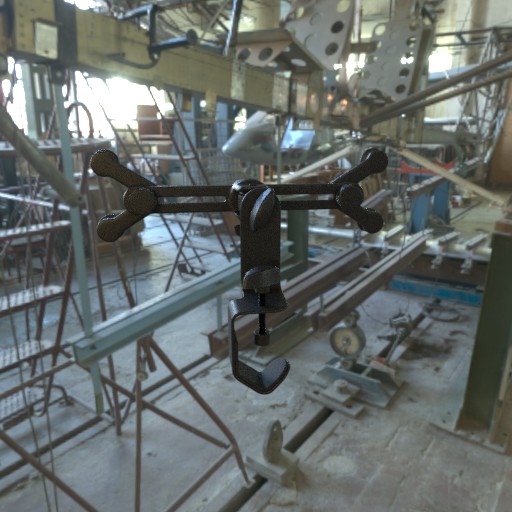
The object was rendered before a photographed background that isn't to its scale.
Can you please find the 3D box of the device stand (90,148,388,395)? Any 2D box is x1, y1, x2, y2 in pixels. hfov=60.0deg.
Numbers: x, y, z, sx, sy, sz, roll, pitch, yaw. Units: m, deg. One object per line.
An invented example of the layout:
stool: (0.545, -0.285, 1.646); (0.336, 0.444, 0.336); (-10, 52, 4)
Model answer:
device stand: (0.000, 0.000, 0.361); (0.270, 0.166, 0.142); (-2, 15, -8)
